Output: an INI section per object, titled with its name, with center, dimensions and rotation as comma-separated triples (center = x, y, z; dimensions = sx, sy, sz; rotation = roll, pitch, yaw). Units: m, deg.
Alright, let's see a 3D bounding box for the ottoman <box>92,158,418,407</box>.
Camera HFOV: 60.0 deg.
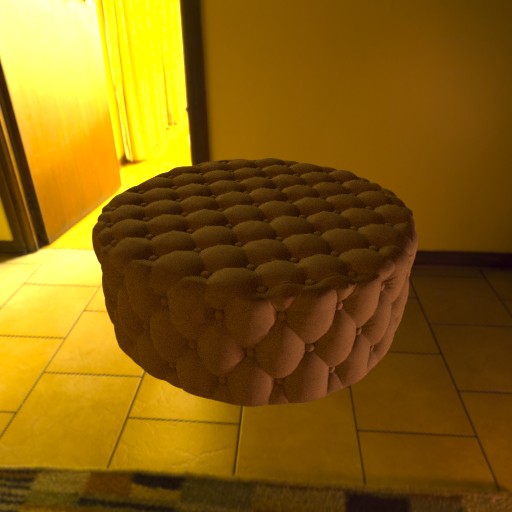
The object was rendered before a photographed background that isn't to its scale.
[ottoman]
center = 0.000, 0.000, 1.480
dimensions = 0.998, 0.399, 0.998
rotation = 0, 30, 0
